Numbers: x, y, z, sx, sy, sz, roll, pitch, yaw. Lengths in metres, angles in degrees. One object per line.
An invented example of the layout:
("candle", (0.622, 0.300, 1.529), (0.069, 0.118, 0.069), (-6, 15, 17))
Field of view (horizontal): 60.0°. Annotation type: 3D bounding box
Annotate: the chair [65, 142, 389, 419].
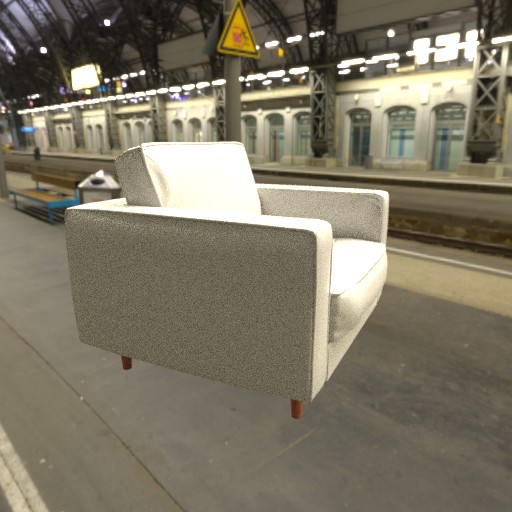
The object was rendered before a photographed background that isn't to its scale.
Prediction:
("chair", (0.000, 0.000, 1.551), (0.843, 0.773, 0.928), (7, 16, 25))
